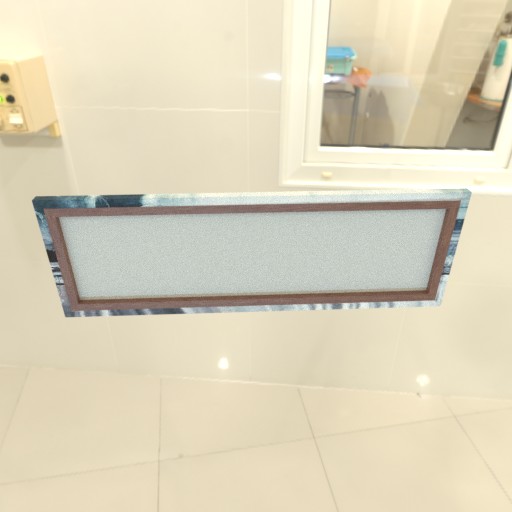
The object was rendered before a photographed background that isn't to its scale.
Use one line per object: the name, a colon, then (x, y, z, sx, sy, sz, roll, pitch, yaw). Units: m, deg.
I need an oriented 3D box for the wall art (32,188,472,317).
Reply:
wall art: (0.000, 0.000, 1.681, 1.524, 0.509, 0.037, -1, 31, -2)
